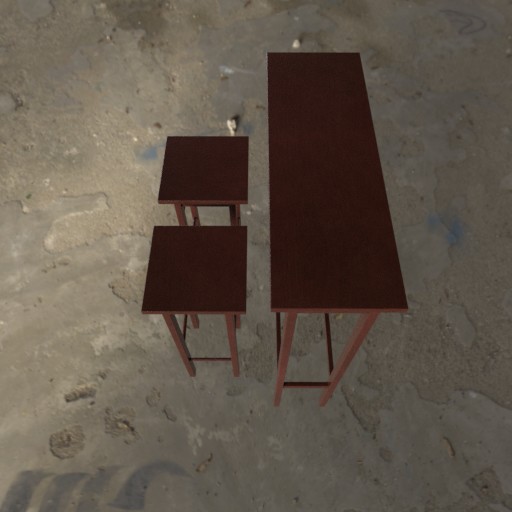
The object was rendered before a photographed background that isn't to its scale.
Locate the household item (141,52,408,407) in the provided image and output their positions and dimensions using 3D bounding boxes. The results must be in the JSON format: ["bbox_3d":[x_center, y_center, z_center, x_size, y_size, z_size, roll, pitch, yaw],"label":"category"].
[{"bbox_3d":[0.000,0.000,1.671,0.676,1.067,0.914,0,59,0],"label":"household item"}]
